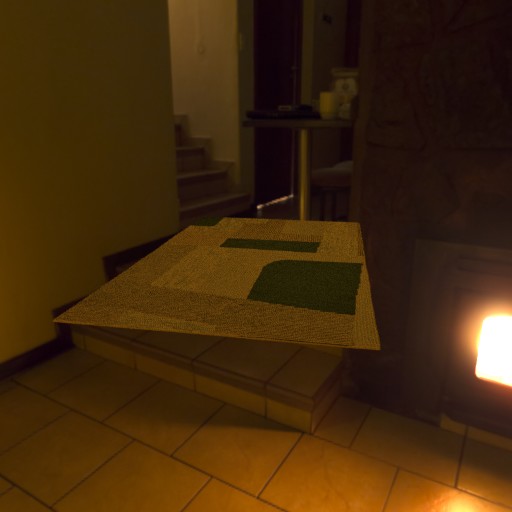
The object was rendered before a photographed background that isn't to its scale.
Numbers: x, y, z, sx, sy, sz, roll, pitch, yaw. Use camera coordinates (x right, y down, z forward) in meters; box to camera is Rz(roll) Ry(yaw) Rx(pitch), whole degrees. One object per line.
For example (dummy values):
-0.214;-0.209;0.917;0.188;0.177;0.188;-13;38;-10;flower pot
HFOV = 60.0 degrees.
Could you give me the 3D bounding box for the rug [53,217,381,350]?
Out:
0.000;0.000;3.129;1.521;0.015;2.436;3;17;10;rug
